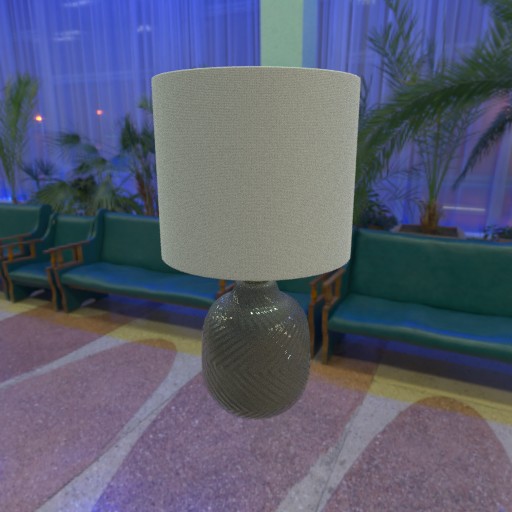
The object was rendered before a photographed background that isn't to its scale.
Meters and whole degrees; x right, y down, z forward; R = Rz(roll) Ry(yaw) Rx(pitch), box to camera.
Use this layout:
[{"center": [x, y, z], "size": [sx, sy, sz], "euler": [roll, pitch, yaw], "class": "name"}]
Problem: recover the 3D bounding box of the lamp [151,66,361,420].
[{"center": [0.000, 0.000, 0.496], "size": [0.207, 0.366, 0.207], "euler": [8, 17, 26], "class": "lamp"}]
